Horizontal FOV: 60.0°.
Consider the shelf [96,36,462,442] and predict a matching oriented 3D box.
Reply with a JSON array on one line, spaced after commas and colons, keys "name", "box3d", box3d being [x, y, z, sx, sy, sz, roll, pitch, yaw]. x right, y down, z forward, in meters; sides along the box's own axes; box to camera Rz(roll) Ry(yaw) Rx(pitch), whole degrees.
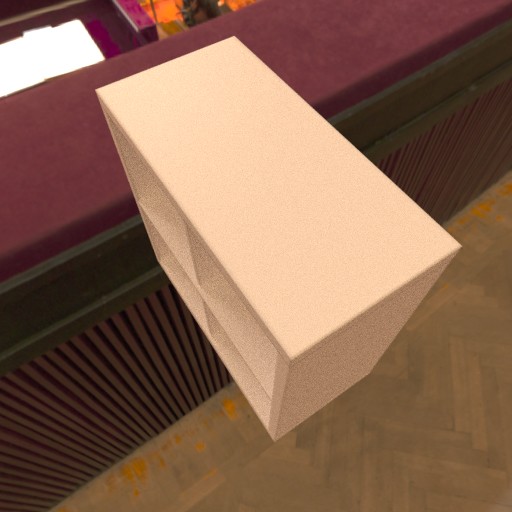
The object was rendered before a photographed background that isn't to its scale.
[{"name": "shelf", "box3d": [0.000, 0.000, 1.270, 0.390, 0.786, 0.790, -30, 63, -17]}]
